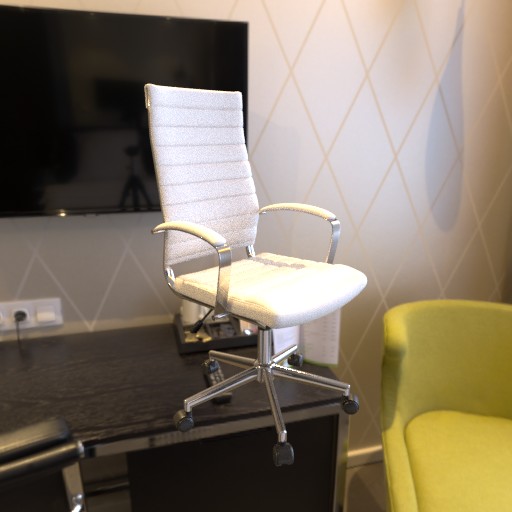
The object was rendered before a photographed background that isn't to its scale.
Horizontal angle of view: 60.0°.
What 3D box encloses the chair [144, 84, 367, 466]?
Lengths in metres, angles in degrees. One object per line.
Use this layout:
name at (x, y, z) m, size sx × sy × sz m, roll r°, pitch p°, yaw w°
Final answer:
chair at (0.000, 0.000, 1.563) m, size 0.679 × 1.149 × 0.679 m, roll 15°, pitch 21°, yaw 42°
